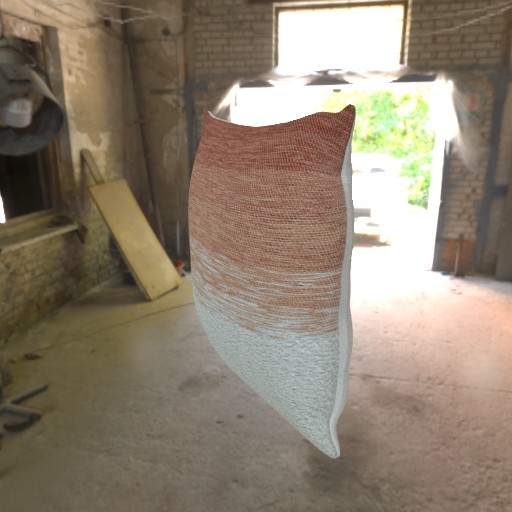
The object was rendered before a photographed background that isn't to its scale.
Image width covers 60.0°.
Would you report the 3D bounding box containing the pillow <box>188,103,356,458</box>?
[{"bbox_3d":[0.000,0.000,0.686,0.182,0.441,0.440,-8,18,-25],"label":"pillow"}]
